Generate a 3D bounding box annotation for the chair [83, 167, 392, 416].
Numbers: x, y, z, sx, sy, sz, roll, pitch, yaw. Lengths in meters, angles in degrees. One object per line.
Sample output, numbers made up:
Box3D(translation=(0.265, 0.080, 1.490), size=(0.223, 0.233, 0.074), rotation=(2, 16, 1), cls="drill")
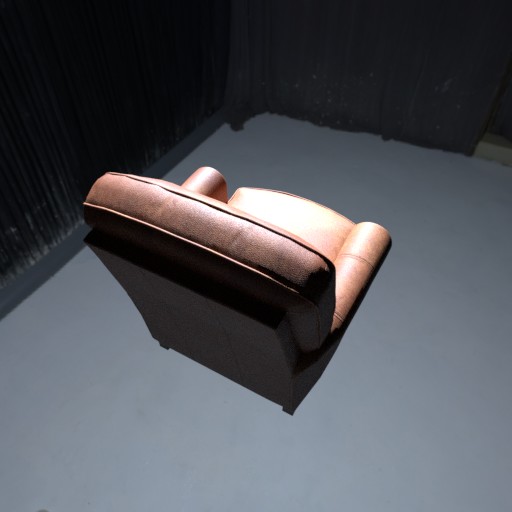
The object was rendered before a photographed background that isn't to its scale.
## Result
Box3D(translation=(0.000, 0.000, 1.792), size=(0.936, 1.018, 0.986), rotation=(22, 50, 20), cls="chair")
